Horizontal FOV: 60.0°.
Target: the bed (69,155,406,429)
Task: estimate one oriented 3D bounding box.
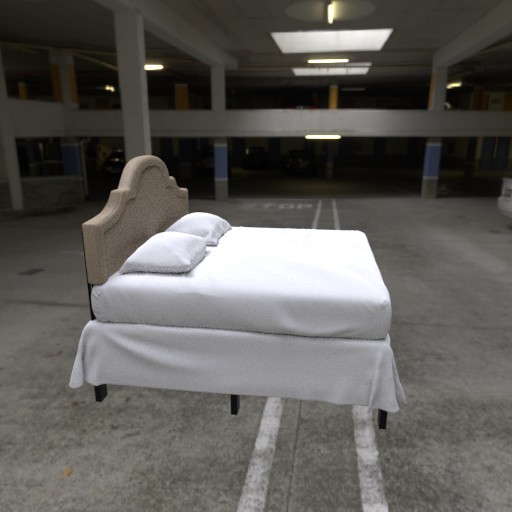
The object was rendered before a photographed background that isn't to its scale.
[{"bbox_3d":[0.000,0.000,3.721,2.222,1.631,2.303,2,16,8],"label":"bed"}]
